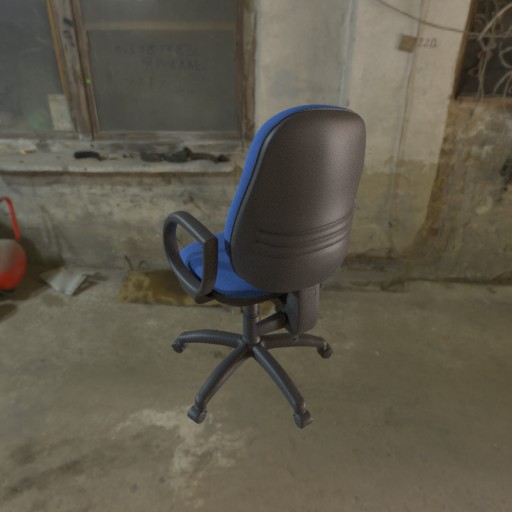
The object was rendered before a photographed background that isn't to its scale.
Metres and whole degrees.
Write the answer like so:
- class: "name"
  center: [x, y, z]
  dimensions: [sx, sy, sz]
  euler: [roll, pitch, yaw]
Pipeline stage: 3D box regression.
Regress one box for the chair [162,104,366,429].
- class: "chair"
  center: [0.000, 0.000, 1.259]
  dimensions: [0.552, 0.905, 0.549]
  euler: [-18, 34, -29]
